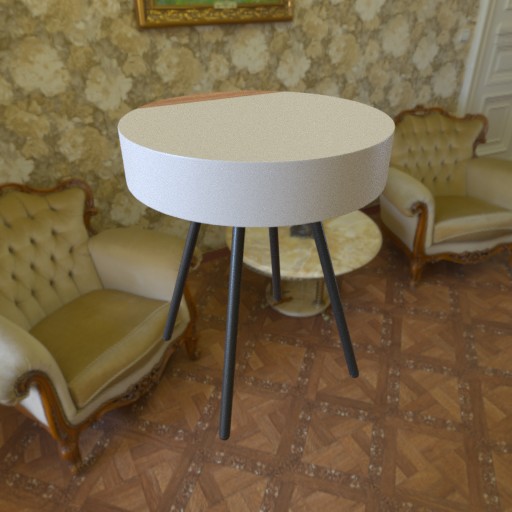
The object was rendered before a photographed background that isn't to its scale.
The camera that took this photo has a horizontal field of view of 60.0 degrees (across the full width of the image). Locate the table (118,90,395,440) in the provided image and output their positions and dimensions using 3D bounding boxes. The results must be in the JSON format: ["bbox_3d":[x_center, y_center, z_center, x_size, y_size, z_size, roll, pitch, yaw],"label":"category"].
[{"bbox_3d":[0.000,0.000,0.851,0.450,0.525,0.450,0,31,0],"label":"table"}]
